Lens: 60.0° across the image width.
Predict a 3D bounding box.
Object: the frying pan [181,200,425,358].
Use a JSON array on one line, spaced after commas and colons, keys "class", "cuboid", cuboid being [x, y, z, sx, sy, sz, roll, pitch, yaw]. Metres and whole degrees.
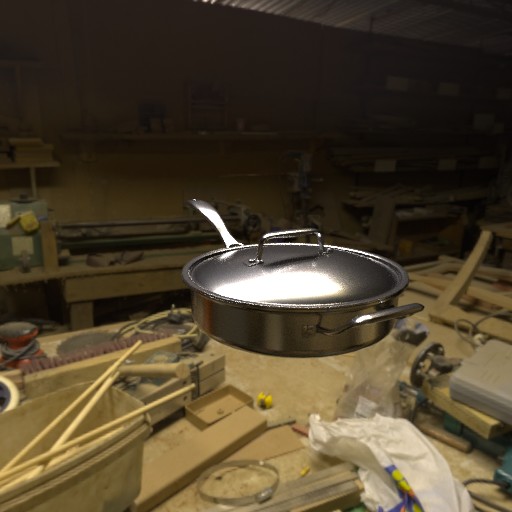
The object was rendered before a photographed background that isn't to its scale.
[{"class": "frying pan", "cuboid": [0.000, 0.000, 0.650, 0.280, 0.114, 0.561, -8, 16, -27]}]
